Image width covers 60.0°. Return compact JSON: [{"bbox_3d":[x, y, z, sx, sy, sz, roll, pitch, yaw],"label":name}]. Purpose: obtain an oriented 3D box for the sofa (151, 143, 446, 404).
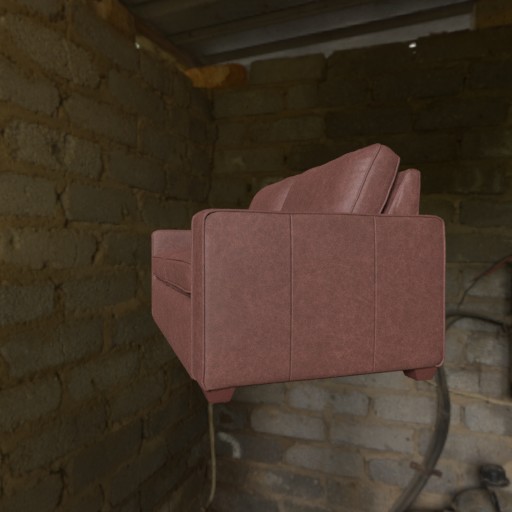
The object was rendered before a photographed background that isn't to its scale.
[{"bbox_3d":[0.000,0.000,2.291,0.947,0.918,1.709,0,1,-18],"label":"sofa"}]
